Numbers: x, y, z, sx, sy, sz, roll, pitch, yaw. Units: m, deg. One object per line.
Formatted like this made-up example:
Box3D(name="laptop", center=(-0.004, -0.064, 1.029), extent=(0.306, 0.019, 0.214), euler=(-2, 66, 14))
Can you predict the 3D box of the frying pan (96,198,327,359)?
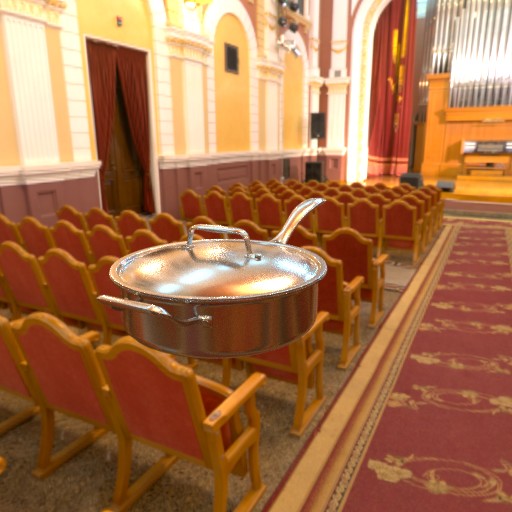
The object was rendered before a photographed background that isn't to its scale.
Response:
Box3D(name="frying pan", center=(0.000, 0.000, 0.593), extent=(0.245, 0.111, 0.492), euler=(8, 17, 27))
